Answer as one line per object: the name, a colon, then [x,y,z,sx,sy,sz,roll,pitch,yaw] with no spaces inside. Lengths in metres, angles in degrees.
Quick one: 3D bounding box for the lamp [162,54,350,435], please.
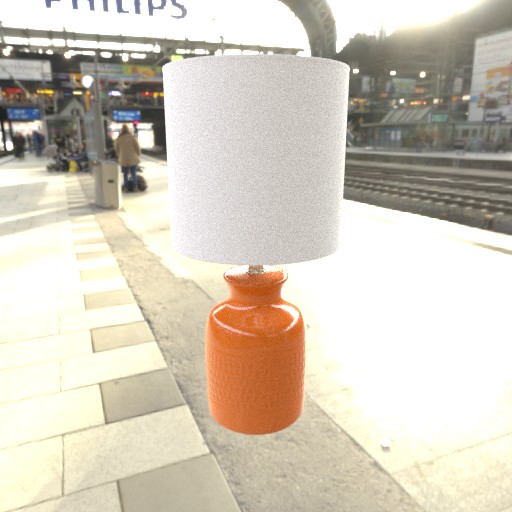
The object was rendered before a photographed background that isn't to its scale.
lamp: [0.000,0.000,1.118,0.418,0.871,0.418,-7,17,-25]
